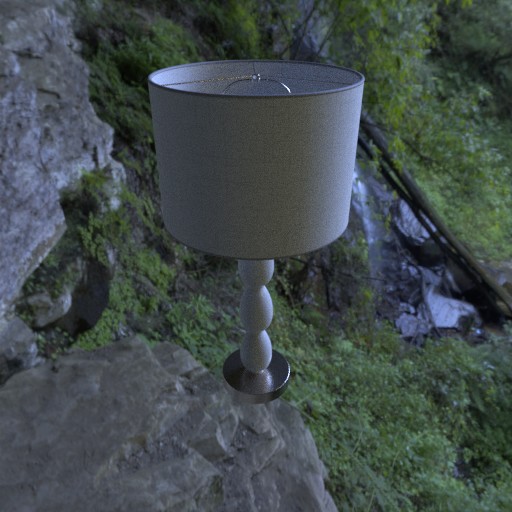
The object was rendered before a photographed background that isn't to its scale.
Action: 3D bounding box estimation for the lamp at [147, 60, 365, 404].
[{"bbox_3d":[0.000,0.000,0.728,0.282,0.559,0.280,-1,31,-2],"label":"lamp"}]
